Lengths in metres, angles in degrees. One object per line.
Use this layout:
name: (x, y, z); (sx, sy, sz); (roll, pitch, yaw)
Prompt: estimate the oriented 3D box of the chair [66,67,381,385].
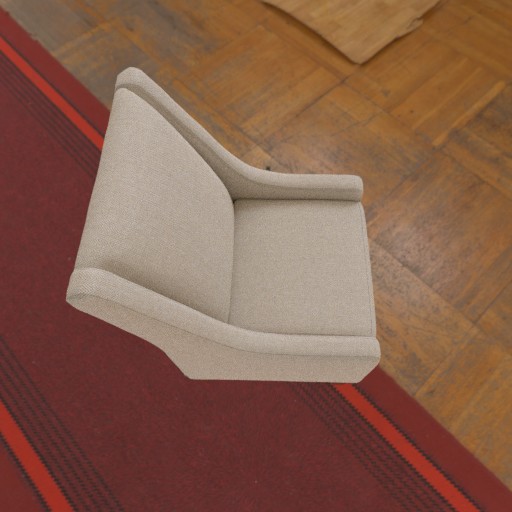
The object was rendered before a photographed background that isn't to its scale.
chair: (0.000, 0.000, 1.601); (0.870, 1.014, 0.774); (1, 63, 1)
